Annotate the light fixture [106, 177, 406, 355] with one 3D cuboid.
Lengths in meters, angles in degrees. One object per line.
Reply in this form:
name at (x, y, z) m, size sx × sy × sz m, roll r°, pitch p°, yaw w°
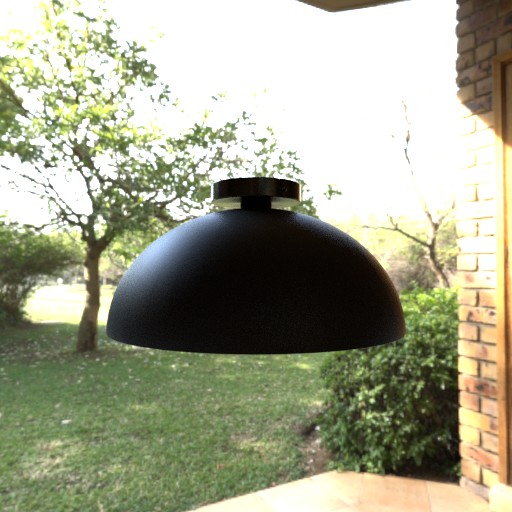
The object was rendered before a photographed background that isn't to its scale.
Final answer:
light fixture at (0.000, 0.000, 0.556) m, size 0.355 × 0.177 × 0.355 m, roll 0°, pitch -2°, yaw 0°
